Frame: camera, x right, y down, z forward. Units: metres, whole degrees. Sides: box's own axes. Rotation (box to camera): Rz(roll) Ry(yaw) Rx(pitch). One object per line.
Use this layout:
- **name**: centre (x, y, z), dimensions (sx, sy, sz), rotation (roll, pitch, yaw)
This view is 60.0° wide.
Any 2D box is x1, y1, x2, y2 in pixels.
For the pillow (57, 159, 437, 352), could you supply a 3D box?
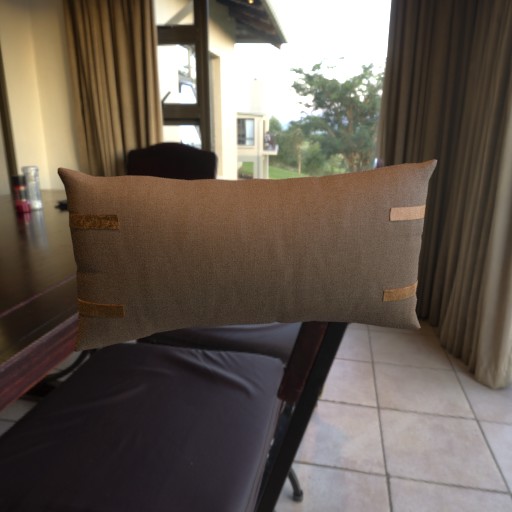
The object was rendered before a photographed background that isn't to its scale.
- **pillow**: centre (0.000, 0.000, 0.736), dimensions (0.612, 0.308, 0.148), rotation (-2, 17, -8)
